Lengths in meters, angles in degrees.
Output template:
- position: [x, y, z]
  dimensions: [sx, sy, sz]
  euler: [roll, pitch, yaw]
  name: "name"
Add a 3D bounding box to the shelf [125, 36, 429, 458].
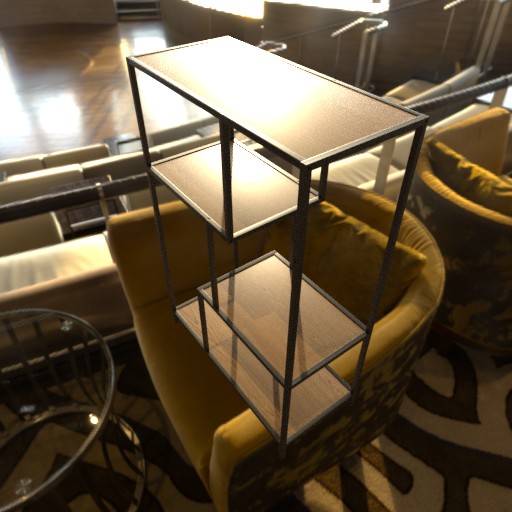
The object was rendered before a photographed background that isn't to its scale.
- position: [0.000, 0.000, 1.471]
  dimensions: [0.350, 1.138, 0.770]
  euler: [-26, 47, -27]
  name: "shelf"
